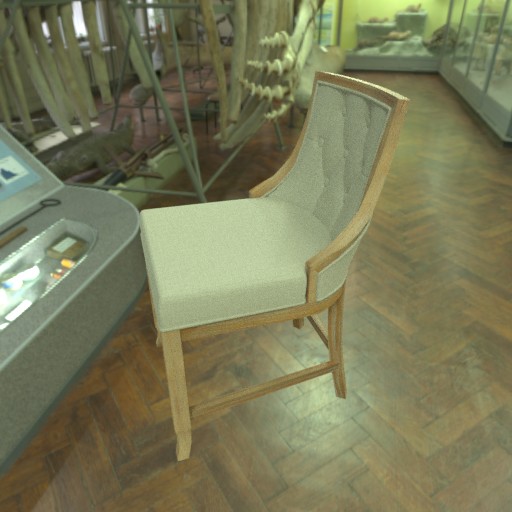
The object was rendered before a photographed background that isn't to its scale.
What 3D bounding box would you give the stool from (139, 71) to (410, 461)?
[{"bbox_3d":[0.000,0.000,1.303,0.626,0.938,0.524,-9,32,-15],"label":"stool"}]
